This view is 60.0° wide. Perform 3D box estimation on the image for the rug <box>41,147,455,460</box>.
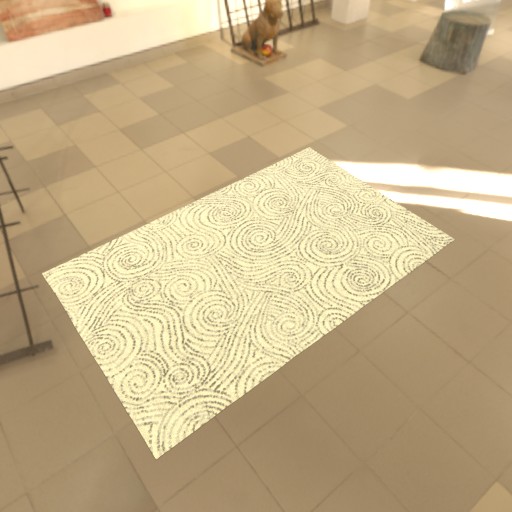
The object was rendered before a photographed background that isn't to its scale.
[{"bbox_3d":[0.000,0.000,3.062,2.439,0.005,1.524,-30,53,-25],"label":"rug"}]
